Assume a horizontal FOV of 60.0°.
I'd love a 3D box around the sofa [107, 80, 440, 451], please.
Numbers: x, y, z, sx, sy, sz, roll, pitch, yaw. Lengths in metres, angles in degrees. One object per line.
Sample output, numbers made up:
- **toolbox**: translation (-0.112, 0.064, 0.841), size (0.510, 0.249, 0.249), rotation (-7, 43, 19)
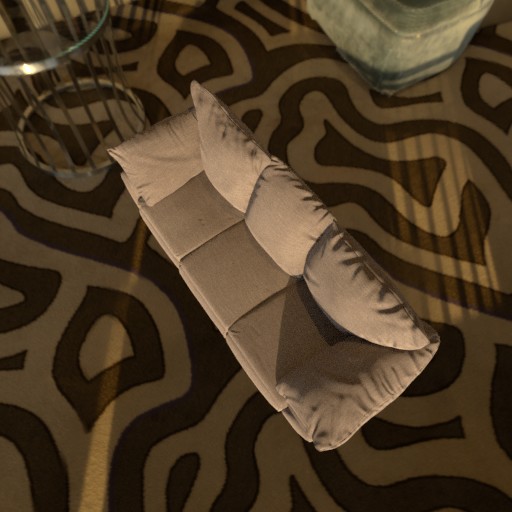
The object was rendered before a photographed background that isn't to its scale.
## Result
- **sofa**: translation (0.000, 0.000, 2.913), size (0.927, 1.043, 2.390), rotation (-32, 67, -15)
